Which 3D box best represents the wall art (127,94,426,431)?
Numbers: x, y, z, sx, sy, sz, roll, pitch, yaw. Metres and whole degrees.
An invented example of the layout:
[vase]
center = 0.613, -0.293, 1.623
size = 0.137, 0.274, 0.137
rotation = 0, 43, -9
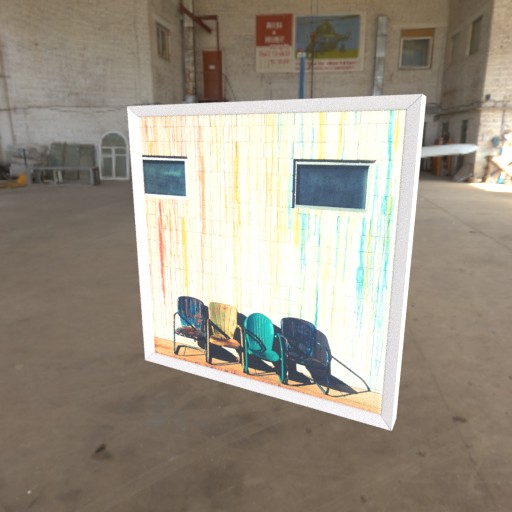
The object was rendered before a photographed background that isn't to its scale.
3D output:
[wall art]
center = 0.000, 0.000, 0.771
size = 0.508, 0.508, 0.037
rotation = 8, 17, 26
